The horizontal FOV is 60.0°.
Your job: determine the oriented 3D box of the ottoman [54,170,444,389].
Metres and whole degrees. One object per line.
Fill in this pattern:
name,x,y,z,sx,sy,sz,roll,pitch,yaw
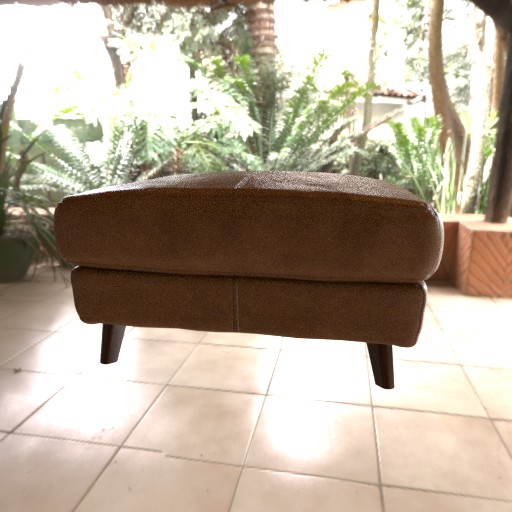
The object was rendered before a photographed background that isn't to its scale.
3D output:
ottoman,0.000,0.000,1.242,0.869,0.461,0.630,2,14,10
